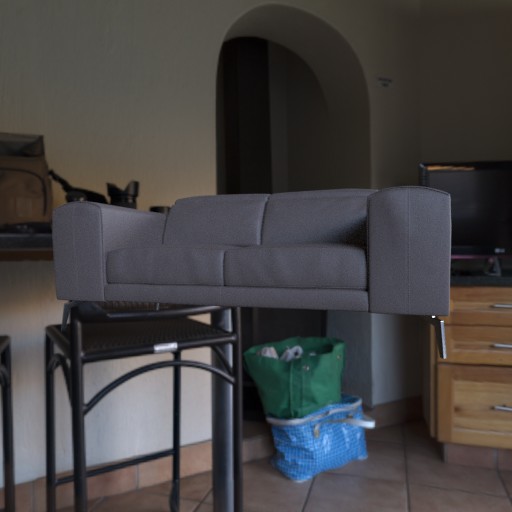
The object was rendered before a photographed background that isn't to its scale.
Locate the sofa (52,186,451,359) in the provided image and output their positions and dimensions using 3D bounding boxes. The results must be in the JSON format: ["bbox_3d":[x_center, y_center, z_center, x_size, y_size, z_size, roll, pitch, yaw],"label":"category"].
[{"bbox_3d":[0.000,0.000,2.409,1.895,0.779,1.003,0,0,19],"label":"sofa"}]
